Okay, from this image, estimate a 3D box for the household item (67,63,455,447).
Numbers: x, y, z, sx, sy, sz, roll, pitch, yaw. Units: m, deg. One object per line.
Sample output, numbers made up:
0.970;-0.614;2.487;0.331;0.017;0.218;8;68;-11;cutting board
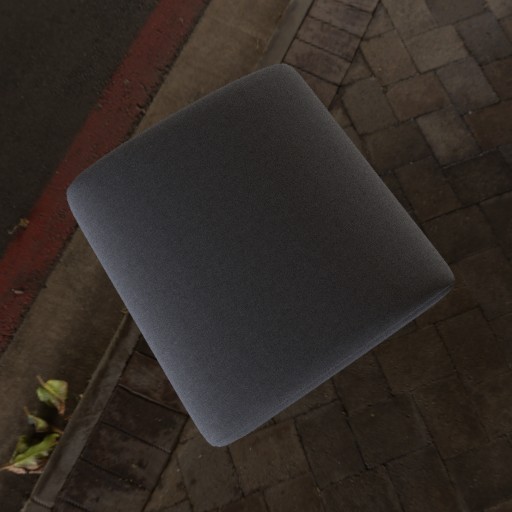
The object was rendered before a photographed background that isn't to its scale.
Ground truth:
0.000;0.000;0.897;0.530;0.410;0.530;-32;78;-8;household item
